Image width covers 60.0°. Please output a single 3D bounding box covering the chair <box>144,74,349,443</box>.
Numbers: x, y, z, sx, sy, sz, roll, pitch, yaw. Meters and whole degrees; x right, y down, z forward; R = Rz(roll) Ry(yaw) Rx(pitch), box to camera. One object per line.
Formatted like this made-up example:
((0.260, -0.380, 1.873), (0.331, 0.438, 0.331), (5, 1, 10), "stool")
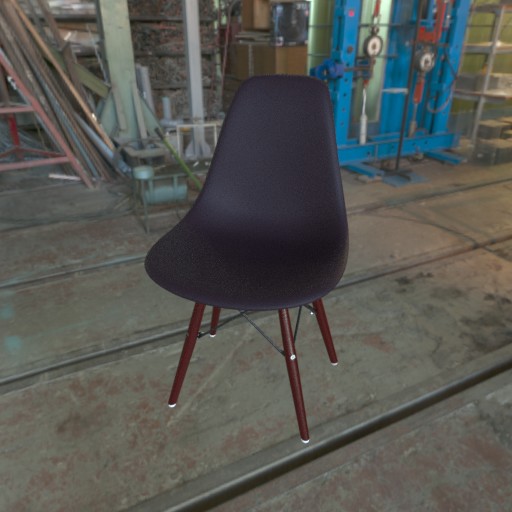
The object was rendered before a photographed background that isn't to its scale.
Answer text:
((0.000, 0.000, 1.143), (0.470, 0.826, 0.533), (8, 29, 16), "chair")
